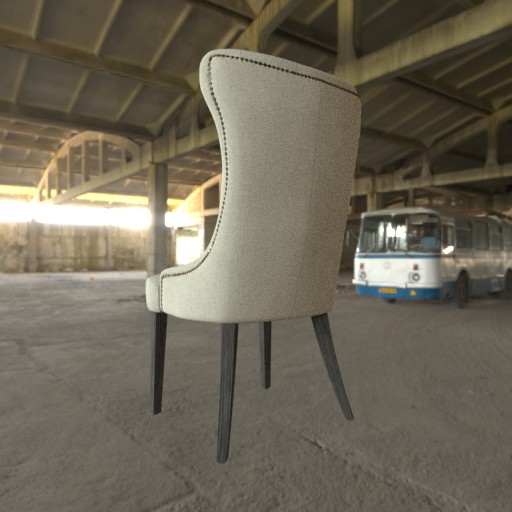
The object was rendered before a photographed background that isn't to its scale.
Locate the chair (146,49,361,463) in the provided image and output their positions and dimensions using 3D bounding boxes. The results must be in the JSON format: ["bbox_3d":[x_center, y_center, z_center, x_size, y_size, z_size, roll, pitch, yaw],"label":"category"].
[{"bbox_3d":[0.000,0.000,1.439,0.584,1.065,0.590,0,0,-37],"label":"chair"}]
